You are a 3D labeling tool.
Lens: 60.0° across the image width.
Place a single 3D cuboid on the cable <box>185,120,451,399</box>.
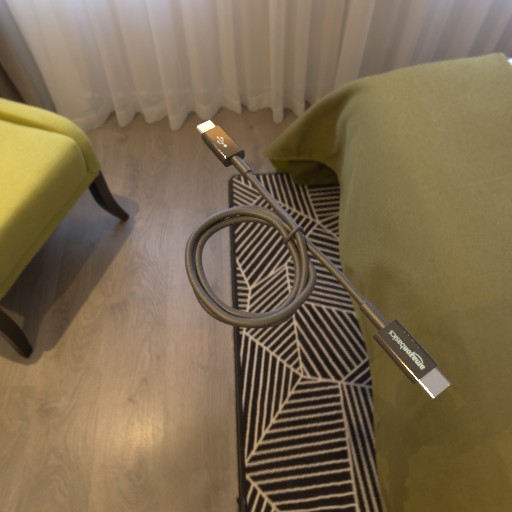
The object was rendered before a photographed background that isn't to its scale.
[{"bbox_3d":[0.000,0.000,0.214,0.070,0.014,0.192,-30,63,-17],"label":"cable"}]
